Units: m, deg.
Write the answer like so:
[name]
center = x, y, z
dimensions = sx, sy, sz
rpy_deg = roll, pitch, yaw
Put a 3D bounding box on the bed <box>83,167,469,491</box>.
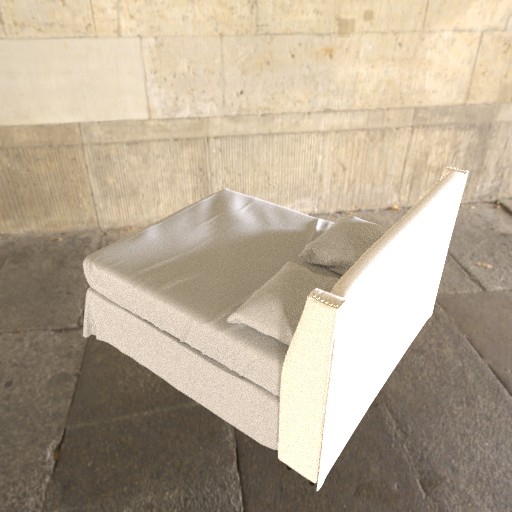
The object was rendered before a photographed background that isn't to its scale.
[bed]
center = 0.000, 0.000, 3.319
dimensions = 2.276, 1.332, 1.925
rpy_deg = 22, 38, 31
